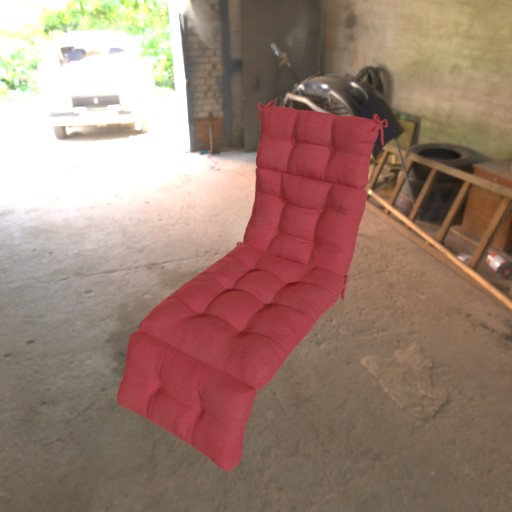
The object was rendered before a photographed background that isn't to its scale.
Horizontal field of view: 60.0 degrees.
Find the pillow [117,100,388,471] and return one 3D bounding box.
[{"bbox_3d":[0.000,0.000,1.547,0.526,0.863,1.016,18,34,28],"label":"pillow"}]
